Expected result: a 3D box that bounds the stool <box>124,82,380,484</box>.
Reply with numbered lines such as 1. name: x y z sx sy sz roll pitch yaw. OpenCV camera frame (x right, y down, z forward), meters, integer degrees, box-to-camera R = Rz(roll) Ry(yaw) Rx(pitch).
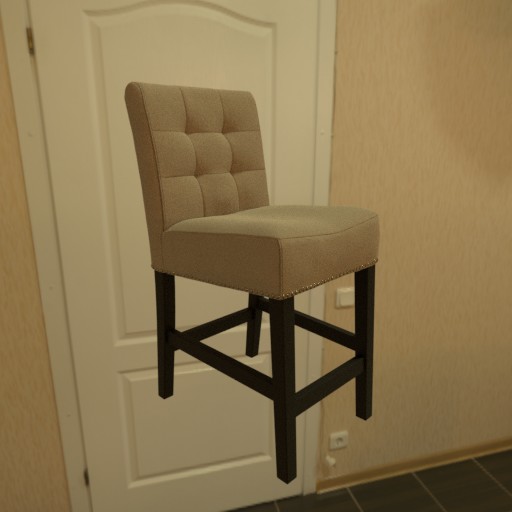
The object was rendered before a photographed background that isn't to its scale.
1. stool: 0.000 0.000 1.192 0.427 0.885 0.571 -15 22 -43
